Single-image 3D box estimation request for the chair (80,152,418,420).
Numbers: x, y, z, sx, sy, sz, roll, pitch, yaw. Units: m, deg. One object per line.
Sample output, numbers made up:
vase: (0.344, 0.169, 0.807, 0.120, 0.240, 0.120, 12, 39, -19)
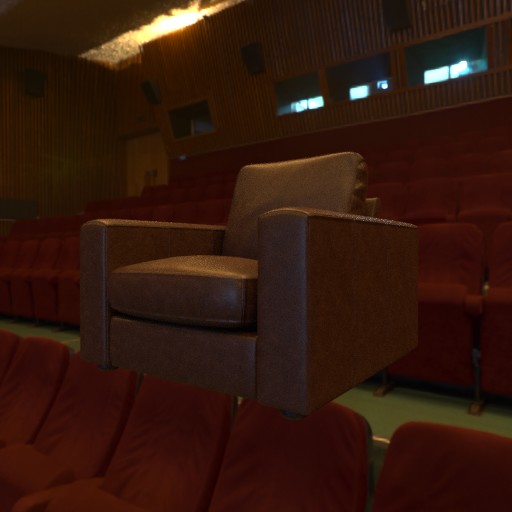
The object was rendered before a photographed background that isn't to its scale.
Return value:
chair: (0.000, 0.000, 1.782, 1.005, 0.873, 1.016, 1, 1, 35)
